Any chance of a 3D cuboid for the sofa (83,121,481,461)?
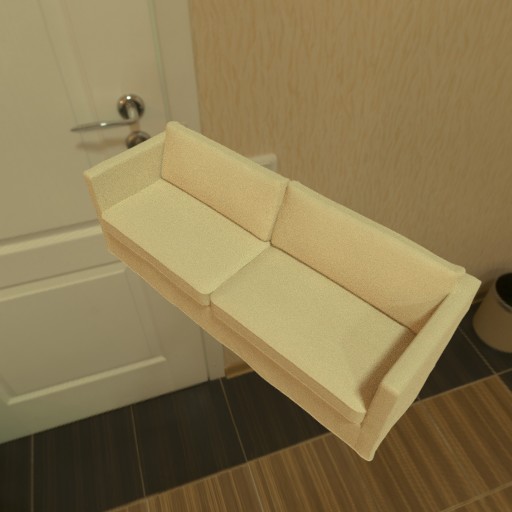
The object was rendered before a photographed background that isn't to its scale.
[{"bbox_3d":[0.000,0.000,3.267,2.779,0.999,1.036,33,54,28],"label":"sofa"}]
